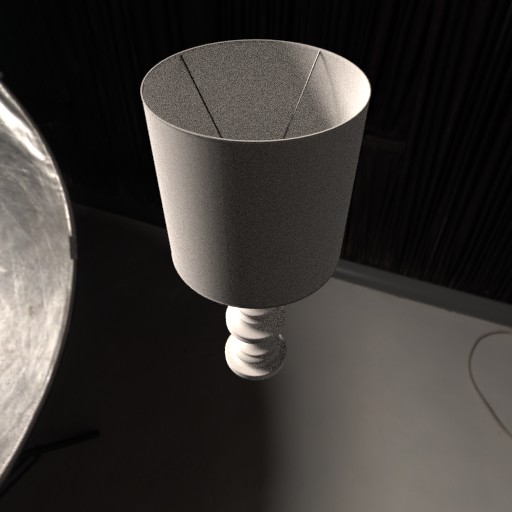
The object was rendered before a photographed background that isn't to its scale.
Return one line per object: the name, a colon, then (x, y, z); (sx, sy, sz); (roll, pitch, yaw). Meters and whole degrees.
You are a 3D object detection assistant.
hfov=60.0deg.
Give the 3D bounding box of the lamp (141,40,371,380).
lamp: (0.000, 0.000, 0.569); (0.208, 0.455, 0.208); (15, 47, 15)
